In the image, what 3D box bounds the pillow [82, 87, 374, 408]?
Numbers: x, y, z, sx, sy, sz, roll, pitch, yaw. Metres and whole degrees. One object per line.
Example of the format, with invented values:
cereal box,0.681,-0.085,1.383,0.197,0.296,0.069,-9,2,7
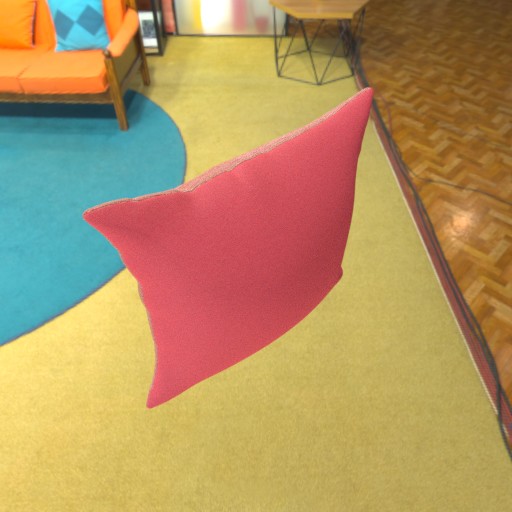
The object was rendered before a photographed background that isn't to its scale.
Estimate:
pillow,0.000,0.000,0.822,0.559,0.501,0.229,-31,53,-27
